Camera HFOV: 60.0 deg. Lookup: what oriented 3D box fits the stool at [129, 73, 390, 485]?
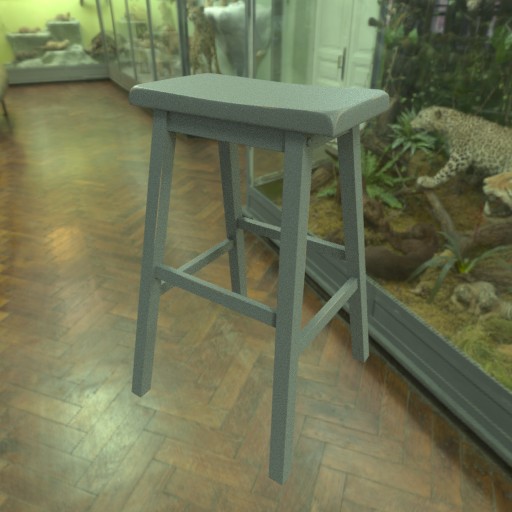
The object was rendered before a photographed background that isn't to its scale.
[{"bbox_3d":[0.000,0.000,1.027,0.457,0.737,0.476,19,34,29],"label":"stool"}]
